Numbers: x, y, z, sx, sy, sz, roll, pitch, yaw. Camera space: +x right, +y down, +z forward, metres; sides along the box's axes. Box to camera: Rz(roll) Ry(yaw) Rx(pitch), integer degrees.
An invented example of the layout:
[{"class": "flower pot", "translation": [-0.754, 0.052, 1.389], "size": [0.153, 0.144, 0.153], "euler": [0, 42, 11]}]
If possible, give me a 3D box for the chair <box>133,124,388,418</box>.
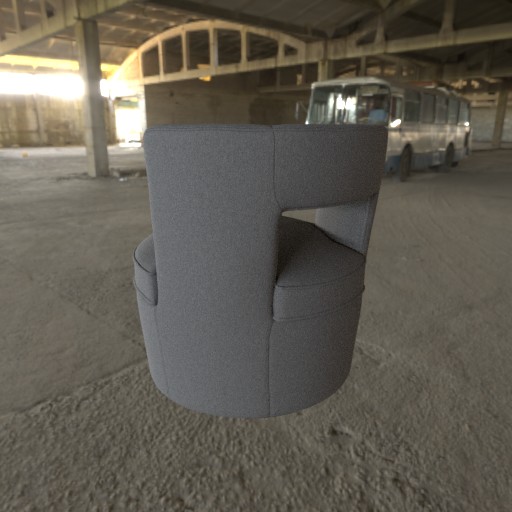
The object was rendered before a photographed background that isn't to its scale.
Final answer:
[{"class": "chair", "translation": [0.000, 0.000, 1.264], "size": [0.689, 0.719, 0.660], "euler": [-15, 22, -41]}]
